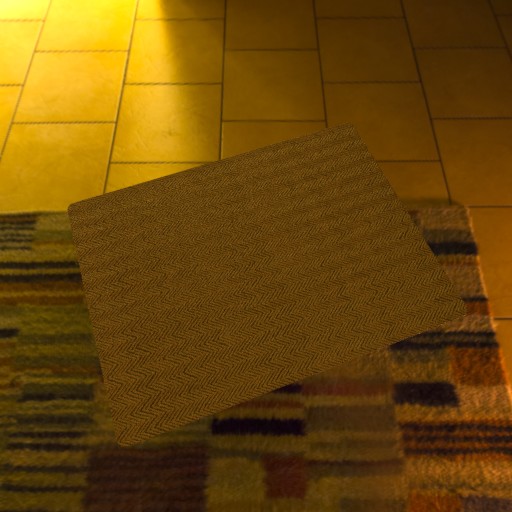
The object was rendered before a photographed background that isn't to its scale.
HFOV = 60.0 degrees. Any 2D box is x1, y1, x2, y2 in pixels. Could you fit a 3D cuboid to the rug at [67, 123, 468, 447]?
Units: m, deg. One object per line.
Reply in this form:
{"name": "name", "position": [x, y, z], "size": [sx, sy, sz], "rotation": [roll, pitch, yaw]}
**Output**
{"name": "rug", "position": [0.000, 0.000, 4.248], "size": [3.207, 0.014, 2.439], "rotation": [-18, 65, -9]}
